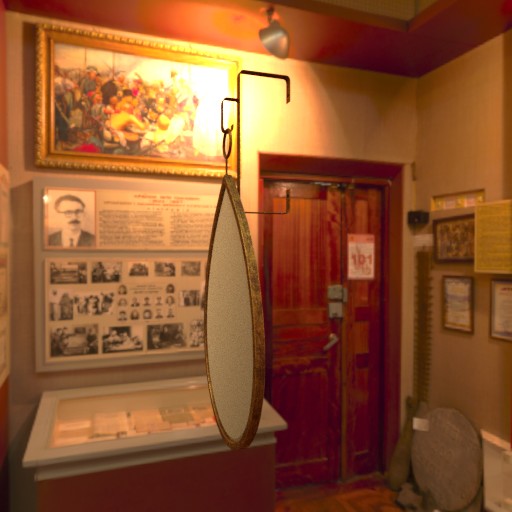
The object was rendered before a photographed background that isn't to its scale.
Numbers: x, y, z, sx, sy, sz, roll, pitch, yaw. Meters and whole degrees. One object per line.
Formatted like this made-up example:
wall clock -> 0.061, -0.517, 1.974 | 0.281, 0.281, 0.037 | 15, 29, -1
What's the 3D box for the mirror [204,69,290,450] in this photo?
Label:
mirror -> 0.000, 0.000, 0.906 | 0.144, 0.744, 0.405 | 0, 1, -18
